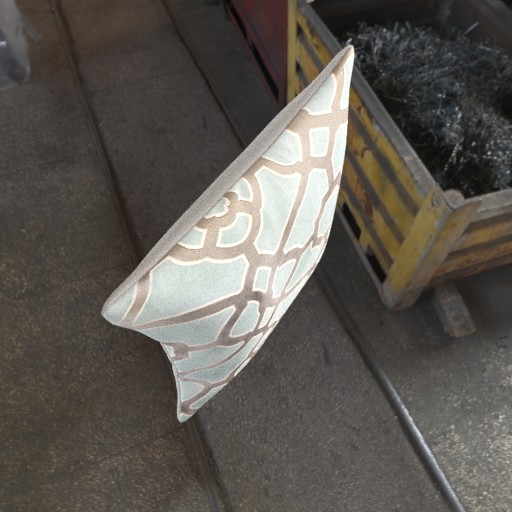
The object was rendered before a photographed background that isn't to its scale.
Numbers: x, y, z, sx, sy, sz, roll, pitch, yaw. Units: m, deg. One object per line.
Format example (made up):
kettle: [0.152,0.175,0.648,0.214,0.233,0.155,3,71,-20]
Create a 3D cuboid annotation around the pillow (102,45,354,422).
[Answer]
pillow: [0.000,0.000,0.785,0.166,0.508,0.552,30,63,17]
